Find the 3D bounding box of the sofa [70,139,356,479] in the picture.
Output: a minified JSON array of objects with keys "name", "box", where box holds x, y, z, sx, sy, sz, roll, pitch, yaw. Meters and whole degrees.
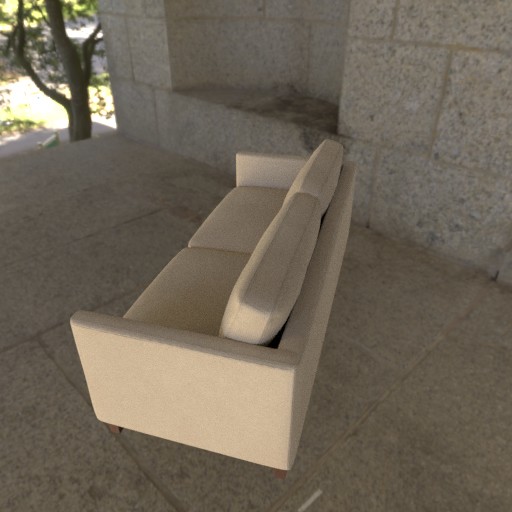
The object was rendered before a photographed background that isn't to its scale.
[{"name":"sofa","box":[0.000,0.000,2.637,0.948,0.932,2.181,9,33,14]}]
